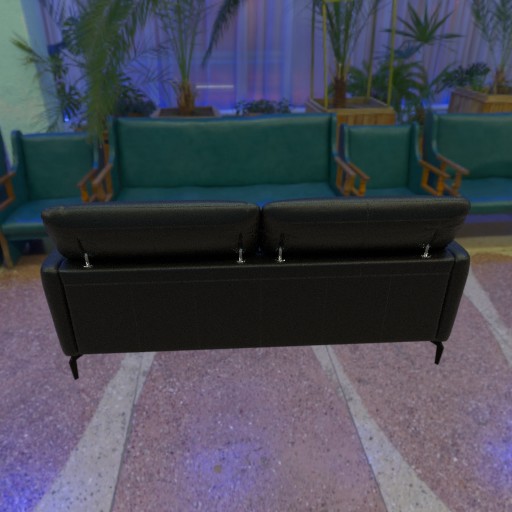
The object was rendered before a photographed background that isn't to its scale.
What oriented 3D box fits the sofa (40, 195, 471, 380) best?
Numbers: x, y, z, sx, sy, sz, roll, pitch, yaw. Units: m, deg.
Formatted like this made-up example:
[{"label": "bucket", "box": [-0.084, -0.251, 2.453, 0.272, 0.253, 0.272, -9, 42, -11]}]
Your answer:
[{"label": "sofa", "box": [0.000, 0.000, 2.449, 2.069, 0.957, 0.856, -2, 29, -3]}]
